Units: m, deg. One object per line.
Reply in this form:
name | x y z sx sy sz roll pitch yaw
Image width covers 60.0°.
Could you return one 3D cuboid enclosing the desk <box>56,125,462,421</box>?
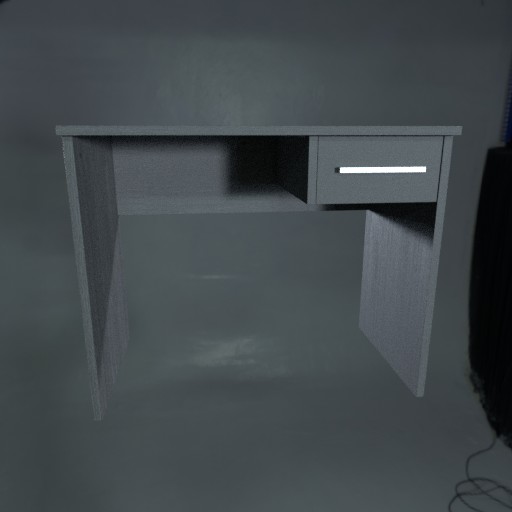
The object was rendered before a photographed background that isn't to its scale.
desk | 0.000 0.000 1.299 0.893 0.724 0.498 -2 16 -7
